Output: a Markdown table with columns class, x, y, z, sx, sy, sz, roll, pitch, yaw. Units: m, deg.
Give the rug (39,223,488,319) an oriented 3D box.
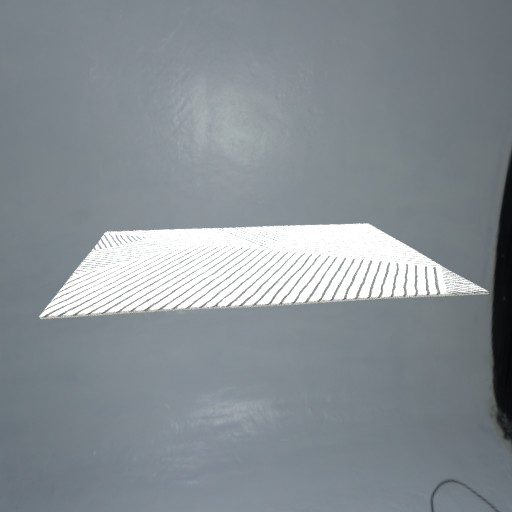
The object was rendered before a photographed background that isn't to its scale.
| class | x | y | z | sx | sy | sz | roll | pitch | yaw |
| --- | --- | --- | --- | --- | --- | --- | --- | --- | --- |
| rug | 0.000 | 0.000 | 3.237 | 2.449 | 0.028 | 1.829 | -2 | 17 | -8 |
